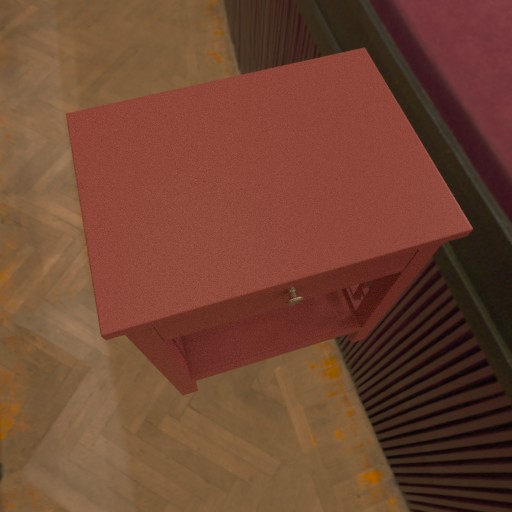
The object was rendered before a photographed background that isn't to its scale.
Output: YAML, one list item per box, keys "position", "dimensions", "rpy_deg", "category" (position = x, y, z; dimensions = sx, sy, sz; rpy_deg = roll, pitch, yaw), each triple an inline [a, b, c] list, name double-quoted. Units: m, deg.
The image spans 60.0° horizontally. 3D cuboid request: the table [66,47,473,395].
- position: [0.000, 0.000, 1.073]
  dimensions: [0.599, 0.686, 0.451]
  rpy_deg: [-15, 65, -7]
  category: "table"
